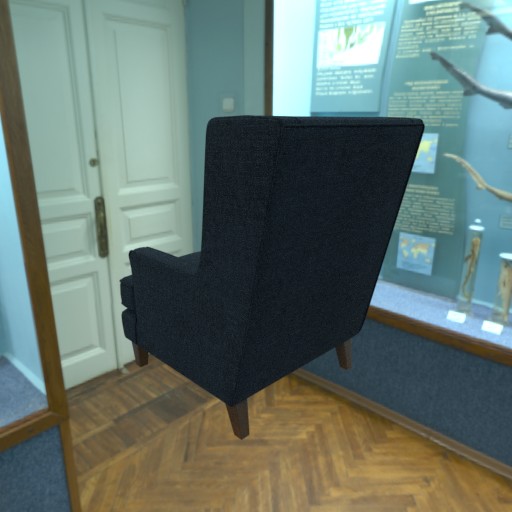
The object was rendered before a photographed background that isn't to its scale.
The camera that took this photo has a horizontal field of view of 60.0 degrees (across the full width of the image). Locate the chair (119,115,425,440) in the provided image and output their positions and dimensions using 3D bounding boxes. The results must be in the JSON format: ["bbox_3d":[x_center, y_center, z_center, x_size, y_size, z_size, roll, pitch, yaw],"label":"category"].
[{"bbox_3d":[0.000,0.000,1.787,0.764,1.072,0.947,-16,23,-42],"label":"chair"}]
